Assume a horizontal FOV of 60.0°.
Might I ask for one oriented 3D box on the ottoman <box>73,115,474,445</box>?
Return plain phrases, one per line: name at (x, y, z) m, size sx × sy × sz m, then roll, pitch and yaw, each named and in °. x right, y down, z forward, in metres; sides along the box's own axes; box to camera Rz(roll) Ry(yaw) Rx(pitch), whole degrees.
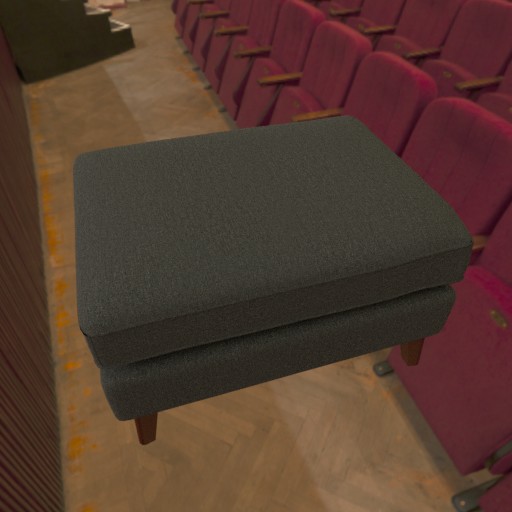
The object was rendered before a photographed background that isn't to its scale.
ottoman at (0.000, 0.000, 1.187) m, size 0.835 × 0.503 × 0.629 m, roll -12°, pitch 44°, yaw -13°
